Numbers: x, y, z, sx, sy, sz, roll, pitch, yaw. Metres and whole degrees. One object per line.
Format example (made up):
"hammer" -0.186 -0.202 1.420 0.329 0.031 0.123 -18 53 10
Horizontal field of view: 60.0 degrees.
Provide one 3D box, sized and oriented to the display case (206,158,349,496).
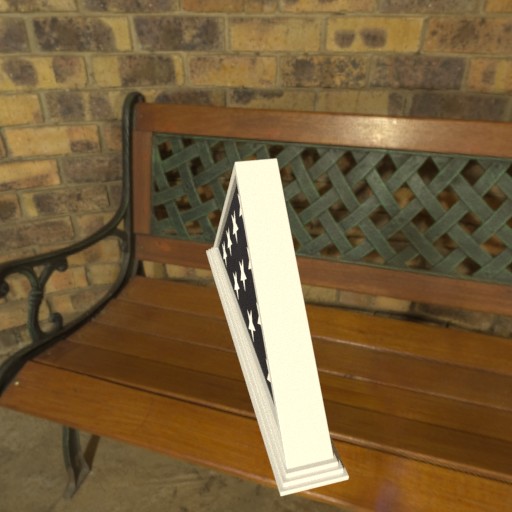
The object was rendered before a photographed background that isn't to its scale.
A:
"display case" 0.000 0.000 0.762 0.095 0.340 0.640 -7 32 -12
